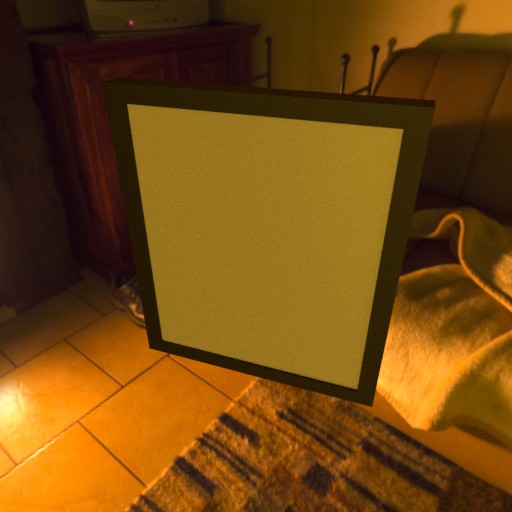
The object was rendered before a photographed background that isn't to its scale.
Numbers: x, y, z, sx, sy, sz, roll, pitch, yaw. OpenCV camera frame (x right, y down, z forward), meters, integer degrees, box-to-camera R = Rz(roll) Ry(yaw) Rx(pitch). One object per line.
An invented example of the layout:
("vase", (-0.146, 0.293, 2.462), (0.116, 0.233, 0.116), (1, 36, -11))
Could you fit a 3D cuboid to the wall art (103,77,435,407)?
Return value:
("wall art", (0.000, 0.000, 0.533), (0.330, 0.381, 0.029), (10, 34, 16))
